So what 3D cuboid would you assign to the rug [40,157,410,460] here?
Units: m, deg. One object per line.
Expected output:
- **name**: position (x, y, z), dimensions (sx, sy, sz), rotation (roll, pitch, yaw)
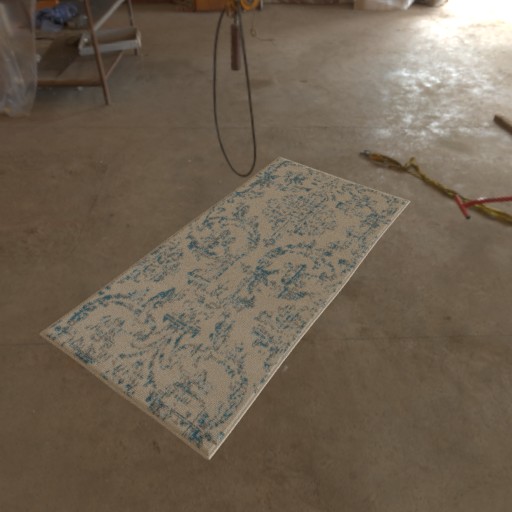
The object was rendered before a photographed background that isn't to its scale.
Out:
- **rug**: position (0.000, 0.000, 1.463), dimensions (0.605, 0.007, 1.220), rotation (25, 47, 26)
